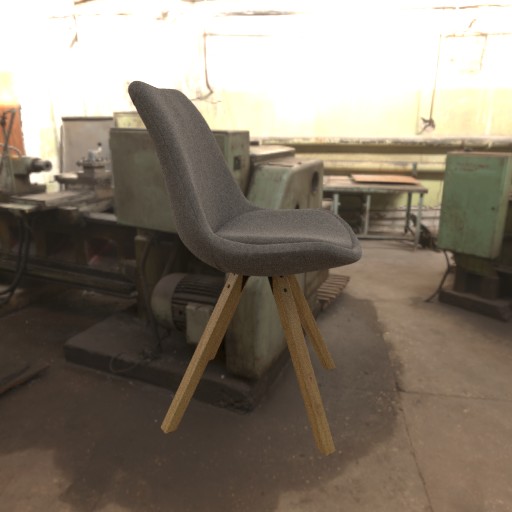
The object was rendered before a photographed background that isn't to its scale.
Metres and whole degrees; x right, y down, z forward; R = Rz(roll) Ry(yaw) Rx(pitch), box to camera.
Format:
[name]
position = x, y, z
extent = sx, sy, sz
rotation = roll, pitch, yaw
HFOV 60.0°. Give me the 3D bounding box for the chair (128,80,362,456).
[chair]
position = 0.000, 0.000, 1.188
extent = 0.550, 0.865, 0.483
rotation = 3, 16, 9
